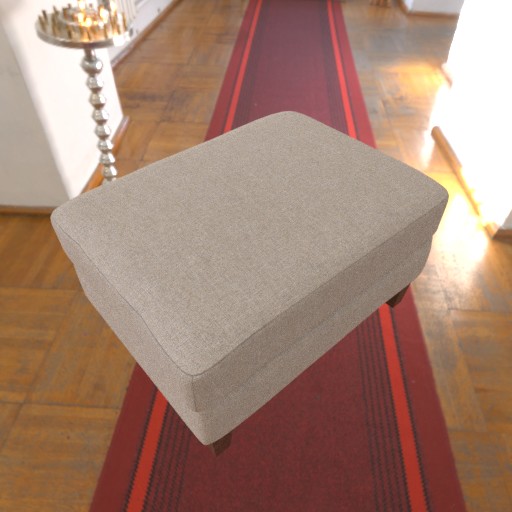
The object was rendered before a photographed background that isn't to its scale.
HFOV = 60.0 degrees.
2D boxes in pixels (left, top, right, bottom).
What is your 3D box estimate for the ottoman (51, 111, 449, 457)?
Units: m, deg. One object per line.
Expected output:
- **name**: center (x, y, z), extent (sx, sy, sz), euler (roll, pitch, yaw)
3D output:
- **ottoman**: center (0.000, 0.000, 1.323), extent (0.898, 0.519, 0.677), euler (-31, 52, -28)
